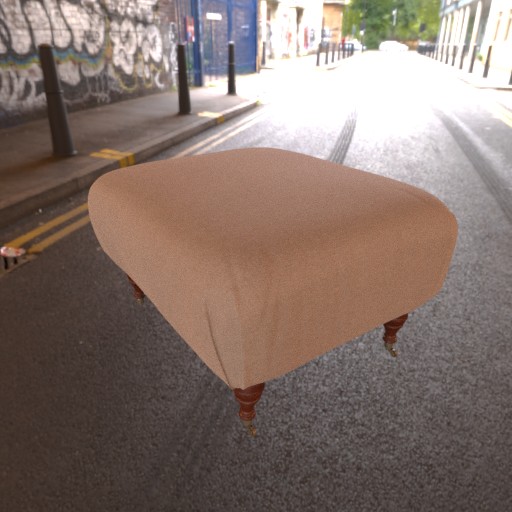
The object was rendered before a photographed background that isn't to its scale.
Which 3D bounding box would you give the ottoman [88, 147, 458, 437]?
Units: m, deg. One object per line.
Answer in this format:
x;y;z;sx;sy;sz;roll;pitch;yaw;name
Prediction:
0.000;0.000;1.130;0.639;0.450;0.746;-17;31;-31;ottoman
